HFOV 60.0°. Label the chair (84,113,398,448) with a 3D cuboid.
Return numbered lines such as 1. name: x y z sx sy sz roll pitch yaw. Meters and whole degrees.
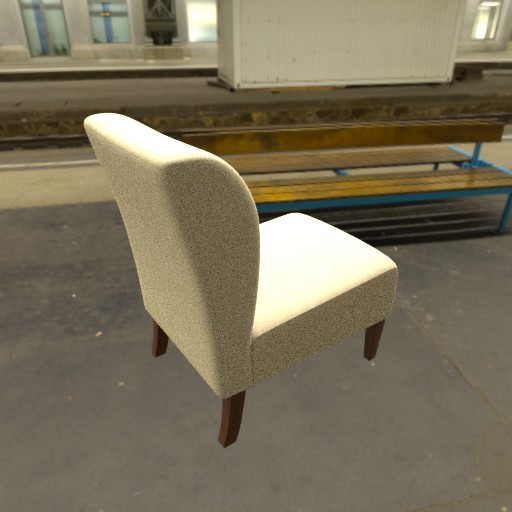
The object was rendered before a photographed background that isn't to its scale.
1. chair: 0.000 0.000 1.340 0.754 0.833 0.521 -18 33 -30
